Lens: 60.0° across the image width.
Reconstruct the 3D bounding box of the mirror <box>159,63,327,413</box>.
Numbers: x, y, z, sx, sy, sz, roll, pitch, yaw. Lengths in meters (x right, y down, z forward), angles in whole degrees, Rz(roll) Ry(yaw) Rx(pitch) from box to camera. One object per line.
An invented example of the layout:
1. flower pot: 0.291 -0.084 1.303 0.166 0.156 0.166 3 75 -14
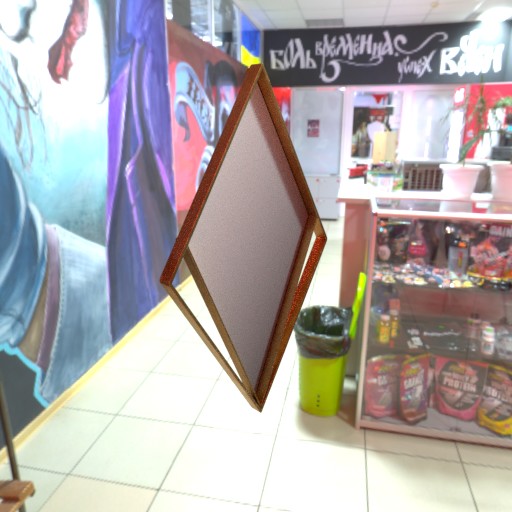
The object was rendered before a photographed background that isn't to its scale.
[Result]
1. mirror: 0.000 0.000 0.847 0.032 0.679 0.419 15 22 42
